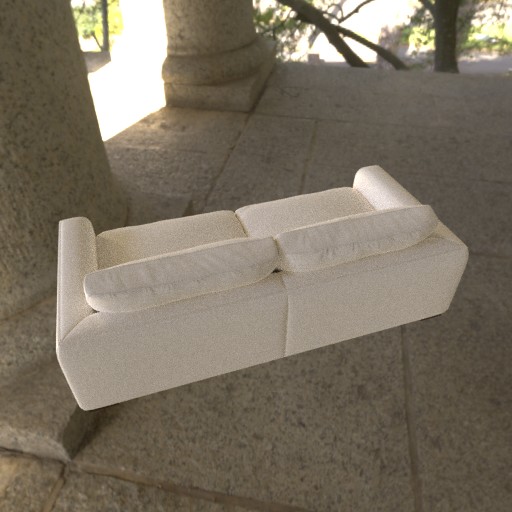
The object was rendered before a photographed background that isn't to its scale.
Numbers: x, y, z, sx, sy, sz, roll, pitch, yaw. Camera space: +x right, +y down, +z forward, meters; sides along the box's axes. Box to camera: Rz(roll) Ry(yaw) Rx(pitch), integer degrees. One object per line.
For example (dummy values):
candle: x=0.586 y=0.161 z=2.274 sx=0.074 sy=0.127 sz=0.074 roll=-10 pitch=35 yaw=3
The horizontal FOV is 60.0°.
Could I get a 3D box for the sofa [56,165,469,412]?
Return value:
sofa: x=0.000 y=0.000 z=2.722 sx=2.262 sy=0.801 sz=1.070 roll=-12 pitch=42 yaw=-14
